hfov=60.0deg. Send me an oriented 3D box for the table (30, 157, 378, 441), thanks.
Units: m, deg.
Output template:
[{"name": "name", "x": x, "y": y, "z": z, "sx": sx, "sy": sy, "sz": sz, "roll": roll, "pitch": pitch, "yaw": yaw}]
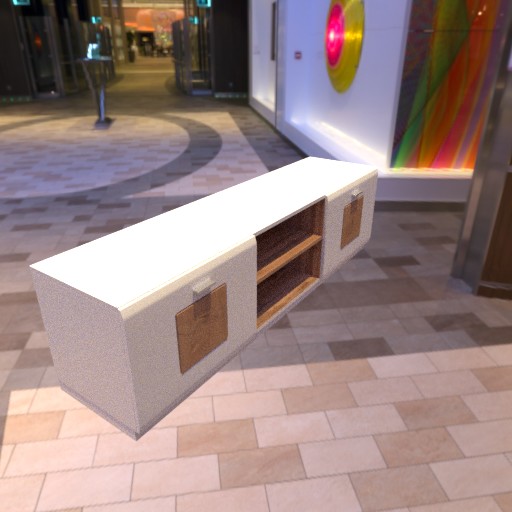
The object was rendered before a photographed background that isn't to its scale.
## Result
[{"name": "table", "x": 0.000, "y": 0.000, "z": 1.756, "sx": 0.400, "sy": 0.440, "sz": 1.550, "roll": 17, "pitch": 31, "yaw": 31}]
